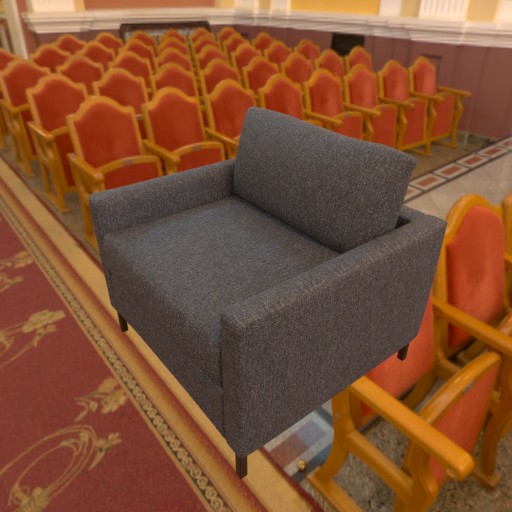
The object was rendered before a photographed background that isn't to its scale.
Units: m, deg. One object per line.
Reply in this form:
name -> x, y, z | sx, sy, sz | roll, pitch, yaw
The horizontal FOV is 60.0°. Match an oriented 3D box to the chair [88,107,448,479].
chair -> 0.000, 0.000, 1.613 | 0.866, 0.861, 0.963 | -22, 38, -32
